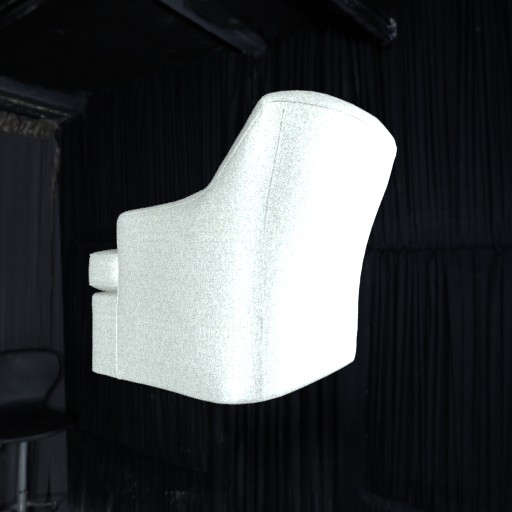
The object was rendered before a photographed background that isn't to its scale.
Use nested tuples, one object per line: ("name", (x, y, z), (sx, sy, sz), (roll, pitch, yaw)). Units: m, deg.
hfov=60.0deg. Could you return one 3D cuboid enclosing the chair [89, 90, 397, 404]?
("chair", (0.000, 0.000, 1.594), (0.923, 0.856, 0.864), (0, -1, 34))
